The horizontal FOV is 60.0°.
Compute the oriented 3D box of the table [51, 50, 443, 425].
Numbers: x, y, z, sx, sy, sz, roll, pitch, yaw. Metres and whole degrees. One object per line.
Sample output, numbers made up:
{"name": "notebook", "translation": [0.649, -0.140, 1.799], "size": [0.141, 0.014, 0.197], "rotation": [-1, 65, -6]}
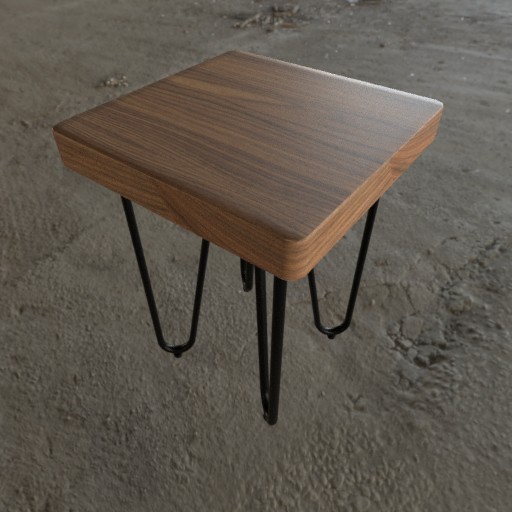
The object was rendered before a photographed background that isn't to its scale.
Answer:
{"name": "table", "translation": [0.000, 0.000, 0.956], "size": [0.480, 0.641, 0.479], "rotation": [27, 49, 26]}
